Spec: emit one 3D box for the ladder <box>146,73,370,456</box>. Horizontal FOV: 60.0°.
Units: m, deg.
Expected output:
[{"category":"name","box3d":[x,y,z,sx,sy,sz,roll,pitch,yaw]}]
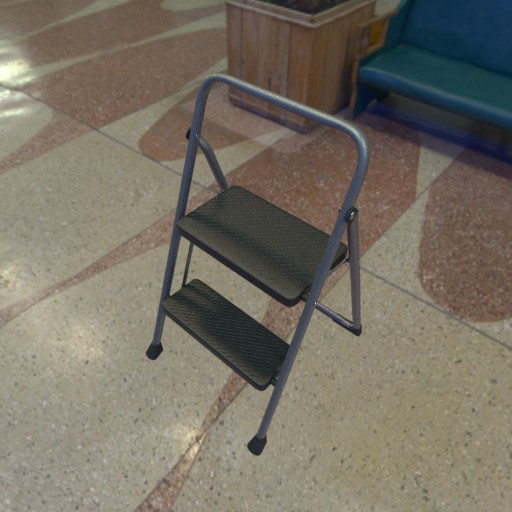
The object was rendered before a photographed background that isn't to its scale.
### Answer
[{"category":"ladder","box3d":[0.000,0.000,1.020,0.430,0.720,0.472,32,53,28]}]
